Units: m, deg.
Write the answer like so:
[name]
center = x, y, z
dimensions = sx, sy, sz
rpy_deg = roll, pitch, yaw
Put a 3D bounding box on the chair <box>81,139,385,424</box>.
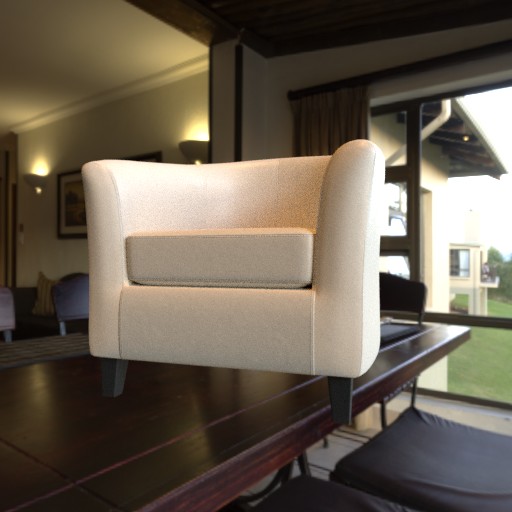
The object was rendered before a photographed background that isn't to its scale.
[chair]
center = 0.000, 0.000, 1.409
dimensions = 0.792, 0.756, 0.727
rpy_deg = 0, 0, 18
